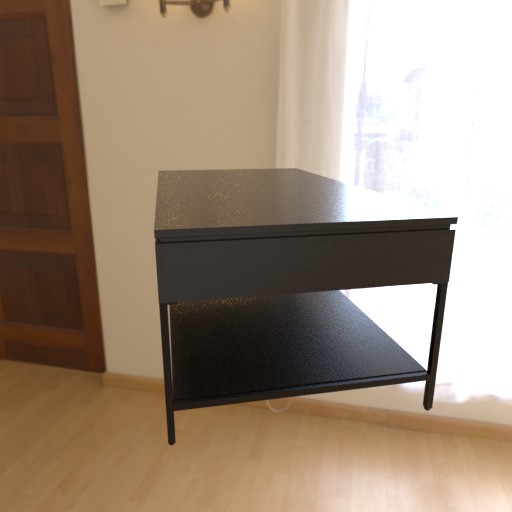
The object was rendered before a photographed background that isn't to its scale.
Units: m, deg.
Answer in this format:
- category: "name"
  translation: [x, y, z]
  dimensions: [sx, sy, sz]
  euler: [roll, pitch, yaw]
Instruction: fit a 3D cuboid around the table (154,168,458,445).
- category: "table"
  translation: [0.000, 0.000, 1.376]
  dimensions: [0.574, 0.435, 1.095]
  euler: [-3, 16, -11]
